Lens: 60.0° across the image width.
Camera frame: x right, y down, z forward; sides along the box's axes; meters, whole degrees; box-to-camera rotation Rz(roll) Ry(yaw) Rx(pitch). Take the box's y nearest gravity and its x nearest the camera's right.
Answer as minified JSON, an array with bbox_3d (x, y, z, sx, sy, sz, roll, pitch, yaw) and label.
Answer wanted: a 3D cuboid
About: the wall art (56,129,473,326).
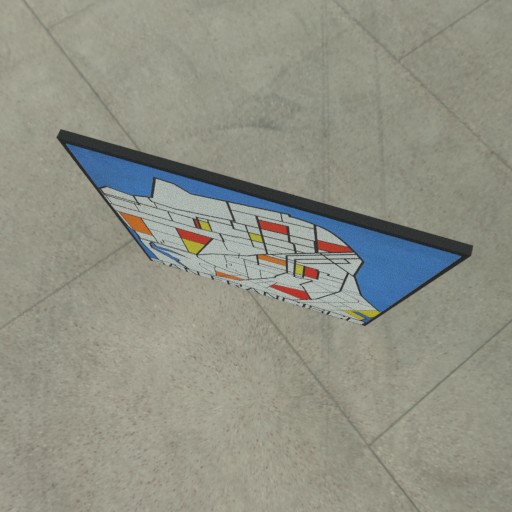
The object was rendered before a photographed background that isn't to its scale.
[{"bbox_3d":[0.000,0.000,0.686,0.458,0.457,0.013,17,73,5],"label":"wall art"}]
